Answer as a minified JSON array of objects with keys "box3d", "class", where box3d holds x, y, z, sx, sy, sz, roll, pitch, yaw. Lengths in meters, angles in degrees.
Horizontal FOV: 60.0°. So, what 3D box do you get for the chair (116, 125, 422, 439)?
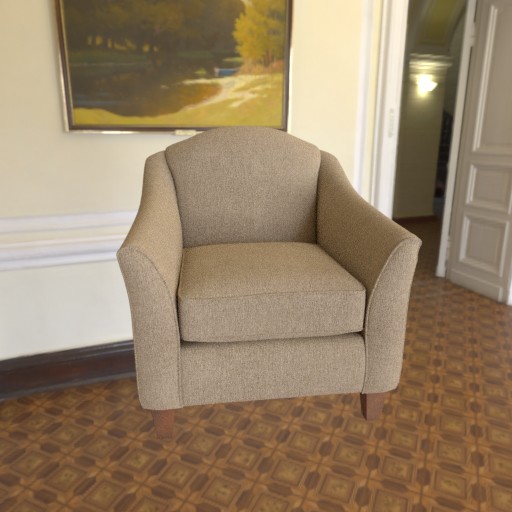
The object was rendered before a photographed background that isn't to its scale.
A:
[{"box3d":[0.000,0.000,1.469,0.763,0.839,0.787,-2,16,-7],"class":"chair"}]
